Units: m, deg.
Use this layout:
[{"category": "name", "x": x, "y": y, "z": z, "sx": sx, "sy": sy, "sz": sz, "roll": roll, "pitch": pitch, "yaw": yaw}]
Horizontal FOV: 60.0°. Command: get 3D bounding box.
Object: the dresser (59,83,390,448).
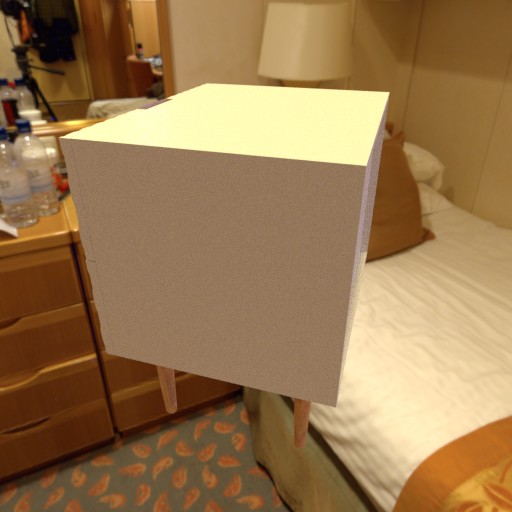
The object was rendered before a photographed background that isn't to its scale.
[{"category": "dresser", "x": 0.000, "y": 0.000, "z": 0.890, "sx": 0.414, "sy": 0.568, "sz": 0.503, "roll": 9, "pitch": 31, "yaw": 15}]
